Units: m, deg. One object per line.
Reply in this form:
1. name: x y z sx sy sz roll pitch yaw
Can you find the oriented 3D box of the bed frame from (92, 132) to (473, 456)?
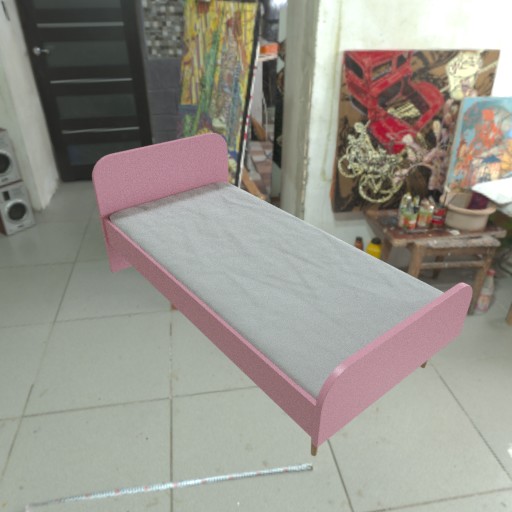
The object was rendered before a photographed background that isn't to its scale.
1. bed frame: 0.000 0.000 2.473 0.998 0.805 1.963 -23 38 -32
